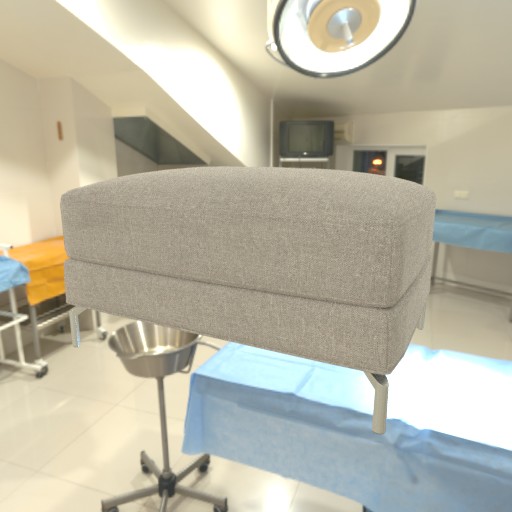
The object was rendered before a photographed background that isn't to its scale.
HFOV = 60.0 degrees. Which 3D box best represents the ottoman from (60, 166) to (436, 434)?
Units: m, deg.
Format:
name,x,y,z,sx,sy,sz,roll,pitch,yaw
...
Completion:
name,x,y,z,sx,sy,sz,roll,pitch,yaw
ottoman,0.000,0.000,1.170,0.838,0.457,0.584,7,16,26
